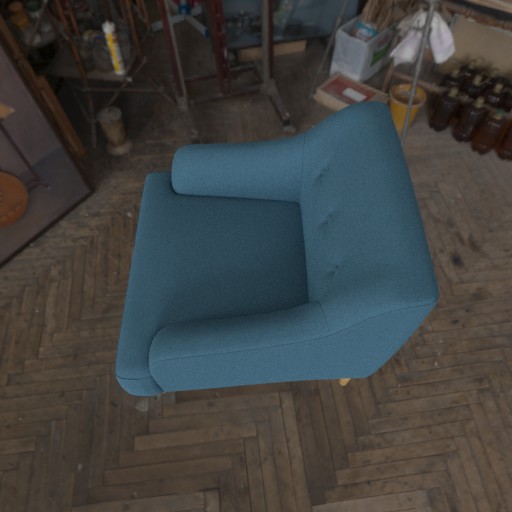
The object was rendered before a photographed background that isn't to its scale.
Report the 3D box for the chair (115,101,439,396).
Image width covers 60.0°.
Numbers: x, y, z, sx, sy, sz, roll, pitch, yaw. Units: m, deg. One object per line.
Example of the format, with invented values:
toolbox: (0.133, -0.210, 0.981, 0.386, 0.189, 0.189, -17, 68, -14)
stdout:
chair: (0.000, 0.000, 1.669, 0.951, 0.818, 0.946, -1, 57, 0)
